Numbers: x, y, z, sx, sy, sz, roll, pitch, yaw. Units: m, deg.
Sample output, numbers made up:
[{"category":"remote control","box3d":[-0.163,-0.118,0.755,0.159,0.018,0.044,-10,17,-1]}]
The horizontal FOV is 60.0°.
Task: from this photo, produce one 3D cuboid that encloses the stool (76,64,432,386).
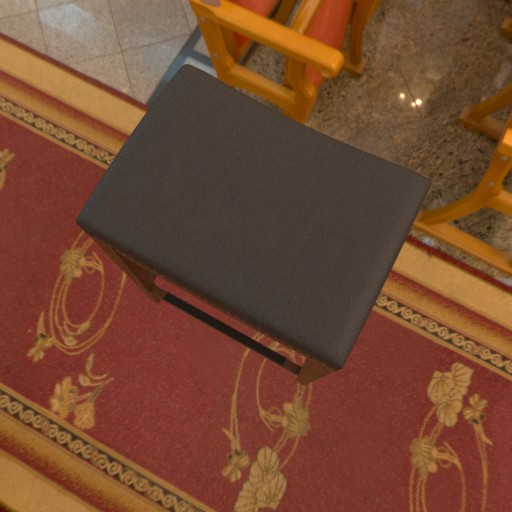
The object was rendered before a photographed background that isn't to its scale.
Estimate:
[{"category":"stool","box3d":[0.000,0.000,0.949,0.490,0.664,0.353,28,76,7]}]
